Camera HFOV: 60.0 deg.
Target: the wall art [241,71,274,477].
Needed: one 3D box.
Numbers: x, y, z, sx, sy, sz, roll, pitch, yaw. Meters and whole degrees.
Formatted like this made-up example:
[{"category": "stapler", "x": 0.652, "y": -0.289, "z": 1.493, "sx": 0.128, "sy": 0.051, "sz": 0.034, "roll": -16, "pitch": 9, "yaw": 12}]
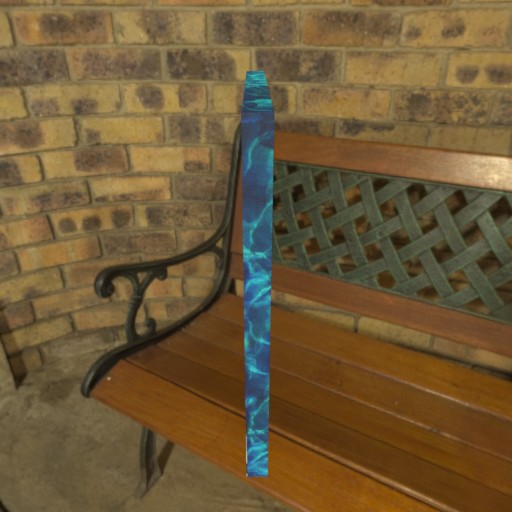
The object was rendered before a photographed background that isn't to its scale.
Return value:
[{"category": "wall art", "x": 0.000, "y": 0.000, "z": 0.878, "sx": 0.038, "sy": 0.635, "sz": 0.508, "roll": 0, "pitch": 28, "yaw": 0}]
